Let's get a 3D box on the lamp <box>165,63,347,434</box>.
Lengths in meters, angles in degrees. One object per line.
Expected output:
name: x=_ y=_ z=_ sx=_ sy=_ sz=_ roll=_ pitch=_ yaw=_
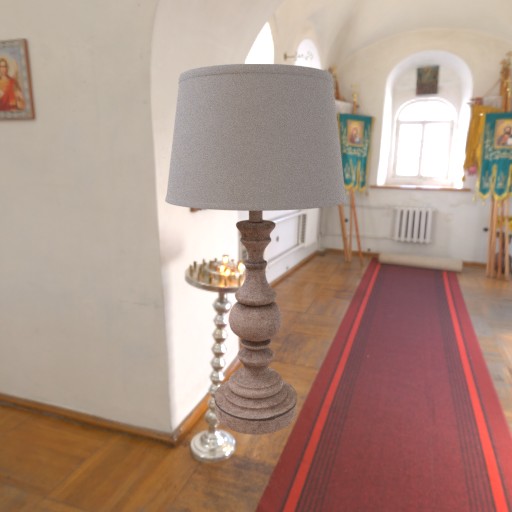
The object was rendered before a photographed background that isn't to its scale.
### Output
lamp: x=0.000 y=0.000 z=0.871 sx=0.340 sy=0.678 sz=0.340 roll=0 pitch=13 yaw=0
